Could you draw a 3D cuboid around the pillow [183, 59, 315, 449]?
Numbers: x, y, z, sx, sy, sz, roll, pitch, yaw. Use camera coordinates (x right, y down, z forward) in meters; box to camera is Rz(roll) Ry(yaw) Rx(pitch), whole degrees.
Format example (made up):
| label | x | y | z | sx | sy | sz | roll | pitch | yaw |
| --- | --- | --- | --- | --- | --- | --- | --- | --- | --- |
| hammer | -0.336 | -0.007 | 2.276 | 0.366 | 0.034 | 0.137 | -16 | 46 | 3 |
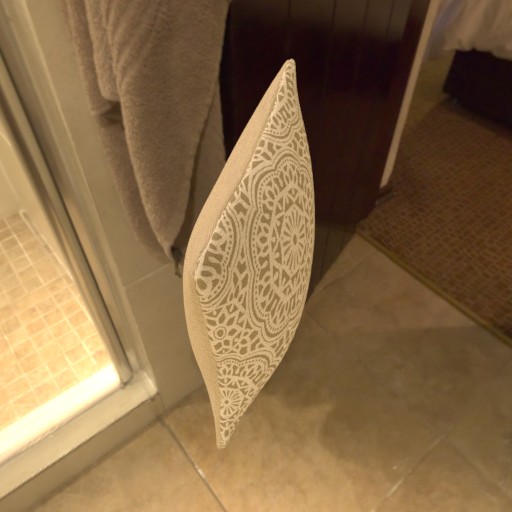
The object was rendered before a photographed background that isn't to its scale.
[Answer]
| label | x | y | z | sx | sy | sz | roll | pitch | yaw |
| --- | --- | --- | --- | --- | --- | --- | --- | --- | --- |
| pillow | 0.000 | 0.000 | 0.663 | 0.167 | 0.421 | 0.438 | 10 | 48 | 9 |
